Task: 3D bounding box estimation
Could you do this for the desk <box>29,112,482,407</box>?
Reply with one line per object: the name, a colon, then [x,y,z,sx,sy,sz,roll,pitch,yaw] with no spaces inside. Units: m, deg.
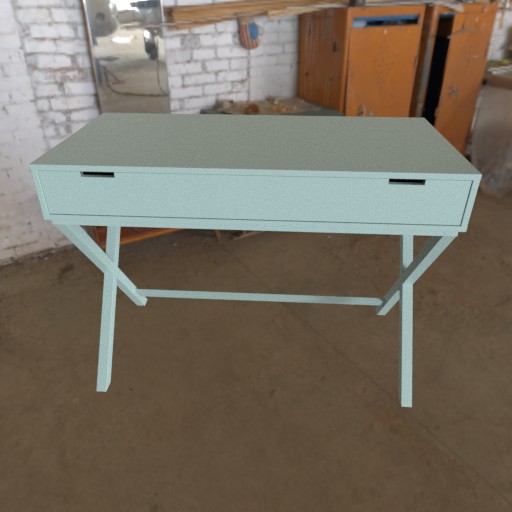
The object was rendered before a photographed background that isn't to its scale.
desk: [0.000,0.000,1.449,1.059,0.780,0.509,2,32,3]
